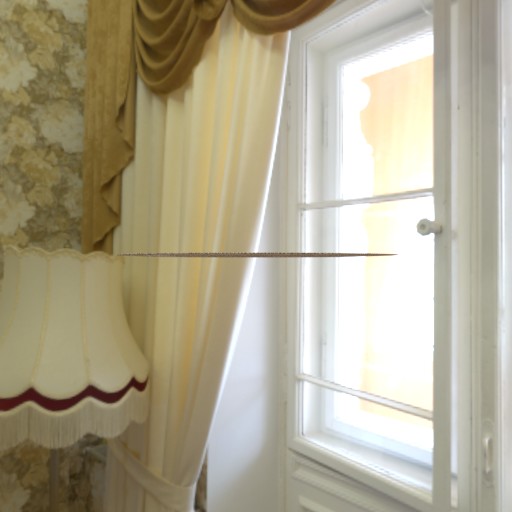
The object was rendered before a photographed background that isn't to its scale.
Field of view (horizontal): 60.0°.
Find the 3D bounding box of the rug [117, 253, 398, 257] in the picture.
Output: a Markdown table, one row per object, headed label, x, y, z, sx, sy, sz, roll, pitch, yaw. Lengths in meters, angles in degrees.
| label | x | y | z | sx | sy | sz | roll | pitch | yaw |
| --- | --- | --- | --- | --- | --- | --- | --- | --- | --- |
| rug | 0.000 | 0.000 | 2.970 | 1.520 | 0.006 | 2.432 | 0 | -1 | -1 |
